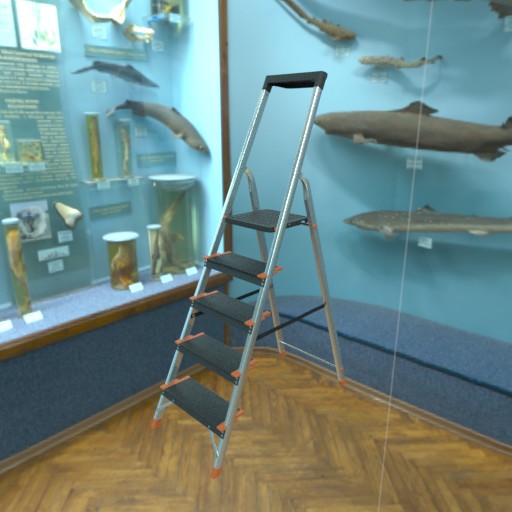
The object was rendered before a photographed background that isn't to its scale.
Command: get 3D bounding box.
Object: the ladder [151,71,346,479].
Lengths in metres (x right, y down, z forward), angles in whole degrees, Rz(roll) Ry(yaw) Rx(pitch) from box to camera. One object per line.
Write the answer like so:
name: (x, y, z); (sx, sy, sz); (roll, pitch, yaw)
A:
ladder: (0.000, 0.000, 2.113); (0.480, 1.646, 0.995); (16, 24, 42)
